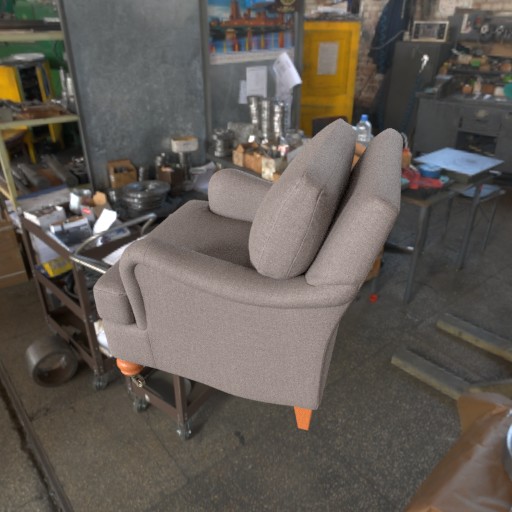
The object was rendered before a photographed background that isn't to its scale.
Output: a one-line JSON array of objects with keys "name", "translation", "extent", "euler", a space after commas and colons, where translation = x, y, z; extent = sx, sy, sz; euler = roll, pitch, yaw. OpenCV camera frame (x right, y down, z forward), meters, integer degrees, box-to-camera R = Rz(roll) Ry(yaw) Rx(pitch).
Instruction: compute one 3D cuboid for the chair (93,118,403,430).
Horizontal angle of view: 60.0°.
[{"name": "chair", "translation": [0.000, 0.000, 1.905], "extent": [1.070, 1.038, 0.955], "euler": [8, 30, 15]}]
